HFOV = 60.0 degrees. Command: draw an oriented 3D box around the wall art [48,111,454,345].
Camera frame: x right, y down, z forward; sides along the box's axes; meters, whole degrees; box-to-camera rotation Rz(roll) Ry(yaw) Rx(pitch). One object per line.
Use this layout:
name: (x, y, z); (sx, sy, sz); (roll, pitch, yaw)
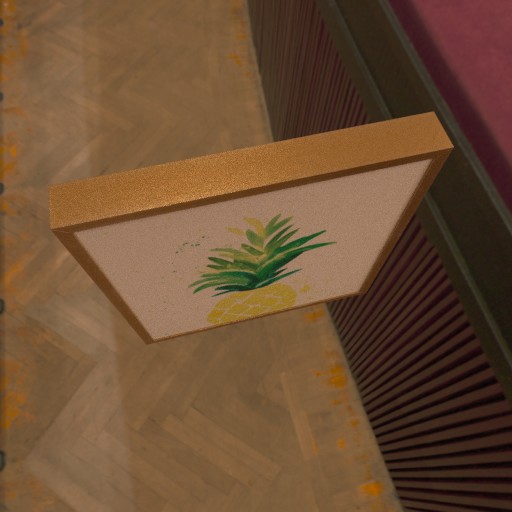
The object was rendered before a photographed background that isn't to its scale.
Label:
wall art: (0.000, 0.000, 0.471); (0.306, 0.305, 0.038); (-12, 64, -6)
